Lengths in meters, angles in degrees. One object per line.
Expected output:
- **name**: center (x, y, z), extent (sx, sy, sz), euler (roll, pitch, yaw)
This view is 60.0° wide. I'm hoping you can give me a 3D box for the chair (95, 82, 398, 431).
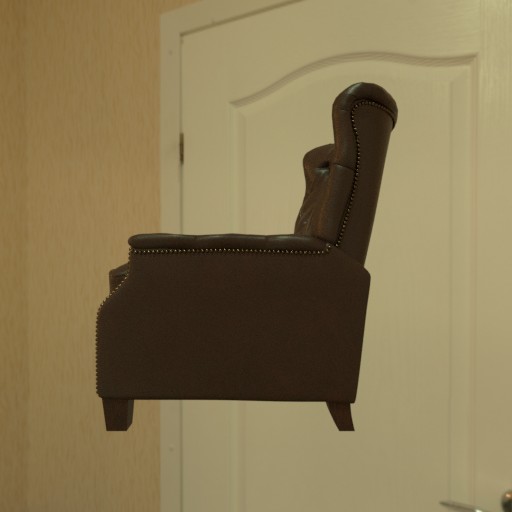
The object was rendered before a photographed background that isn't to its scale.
- **chair**: center (0.000, 0.000, 1.426), extent (0.823, 0.864, 0.709), euler (0, 1, 0)
